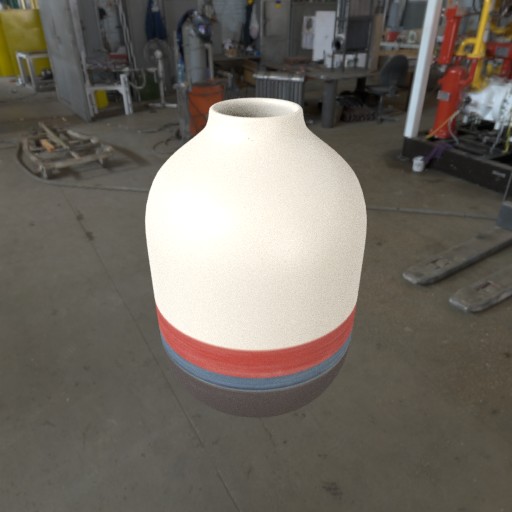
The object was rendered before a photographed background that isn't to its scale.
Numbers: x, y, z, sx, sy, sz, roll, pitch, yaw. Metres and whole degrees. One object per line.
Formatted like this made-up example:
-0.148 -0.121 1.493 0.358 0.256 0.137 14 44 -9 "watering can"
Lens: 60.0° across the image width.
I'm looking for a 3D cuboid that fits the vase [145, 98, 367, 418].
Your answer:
0.000 0.000 0.363 0.169 0.237 0.169 0 31 0 "vase"
